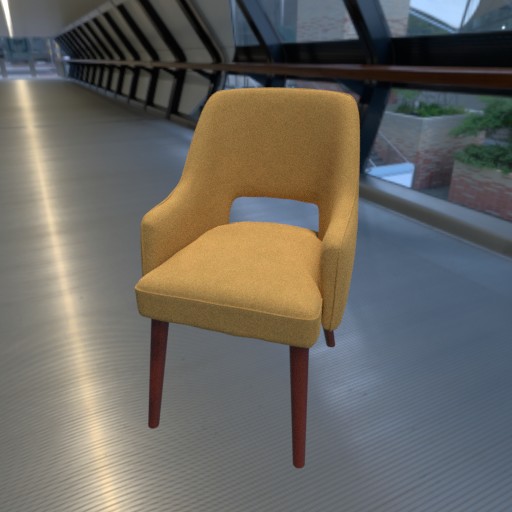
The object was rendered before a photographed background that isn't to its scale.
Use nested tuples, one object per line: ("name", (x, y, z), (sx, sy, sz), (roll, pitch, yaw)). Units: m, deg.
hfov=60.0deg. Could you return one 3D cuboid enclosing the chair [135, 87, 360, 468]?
("chair", (0.000, 0.000, 1.252), (0.548, 0.849, 0.605), (8, 26, 16))
